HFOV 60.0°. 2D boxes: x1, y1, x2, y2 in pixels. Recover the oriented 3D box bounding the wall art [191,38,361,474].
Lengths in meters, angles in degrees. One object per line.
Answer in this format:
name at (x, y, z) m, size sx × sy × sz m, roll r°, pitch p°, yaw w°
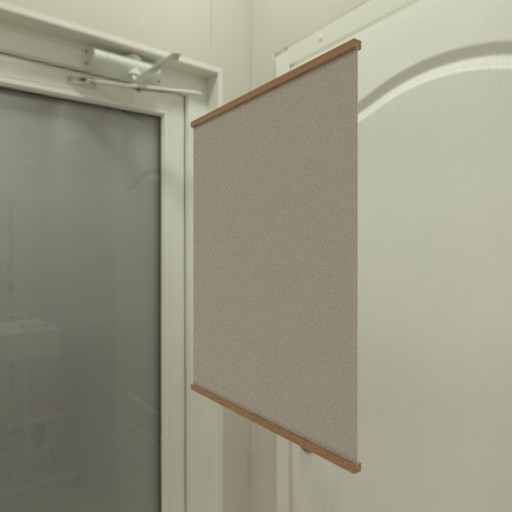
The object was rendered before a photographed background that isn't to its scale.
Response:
wall art at (0.000, 0.000, 0.683) m, size 0.012 × 0.508 × 0.405 m, roll 0°, pitch 0°, yaw -36°
